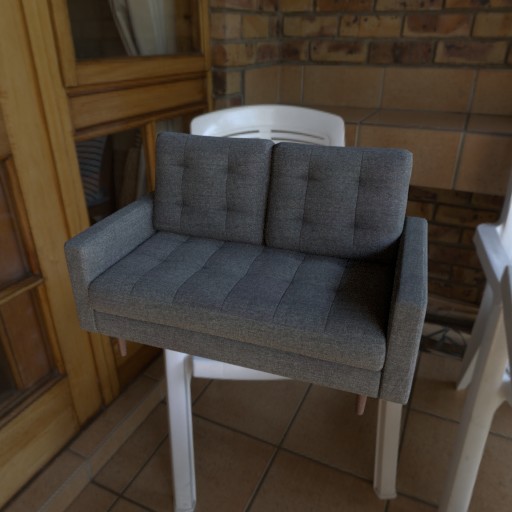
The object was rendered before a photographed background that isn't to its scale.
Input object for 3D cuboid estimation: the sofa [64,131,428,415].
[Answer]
[{"bbox_3d":[0.000,0.000,1.967,1.407,0.907,0.842,9,28,17],"label":"sofa"}]
